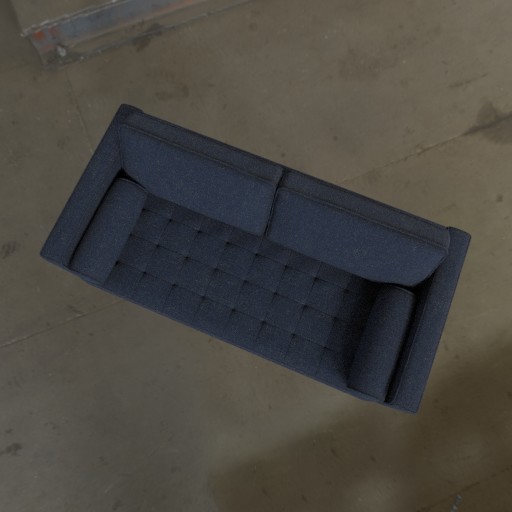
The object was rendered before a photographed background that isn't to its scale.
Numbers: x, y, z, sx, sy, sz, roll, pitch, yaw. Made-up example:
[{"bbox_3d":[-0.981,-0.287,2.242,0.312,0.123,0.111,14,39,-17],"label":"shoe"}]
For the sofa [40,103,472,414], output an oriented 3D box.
[{"bbox_3d":[0.000,0.000,2.280,1.880,0.762,0.914,22,77,5],"label":"sofa"}]
